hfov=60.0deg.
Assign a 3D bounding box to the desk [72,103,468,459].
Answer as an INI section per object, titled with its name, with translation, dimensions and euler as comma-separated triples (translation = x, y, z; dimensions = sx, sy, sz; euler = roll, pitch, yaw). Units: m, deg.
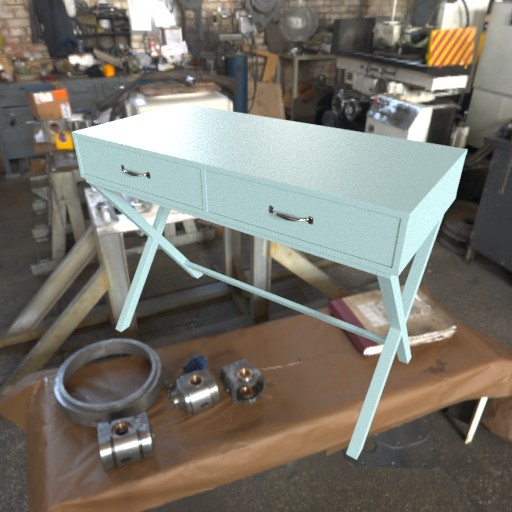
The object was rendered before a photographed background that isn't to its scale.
[desk]
translation = 0.000, 0.000, 1.492
dimensions = 1.057, 0.780, 0.525
euler = 19, 36, 29
